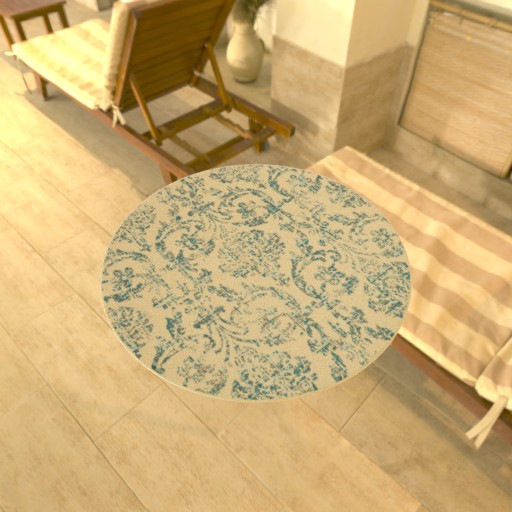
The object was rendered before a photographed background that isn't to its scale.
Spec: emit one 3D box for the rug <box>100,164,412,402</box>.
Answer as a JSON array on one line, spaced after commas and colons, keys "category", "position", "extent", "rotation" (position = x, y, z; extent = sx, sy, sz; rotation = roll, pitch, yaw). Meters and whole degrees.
[{"category": "rug", "position": [0.000, 0.000, 2.326], "extent": [1.593, 0.012, 1.593], "rotation": [0, 48, 0]}]
